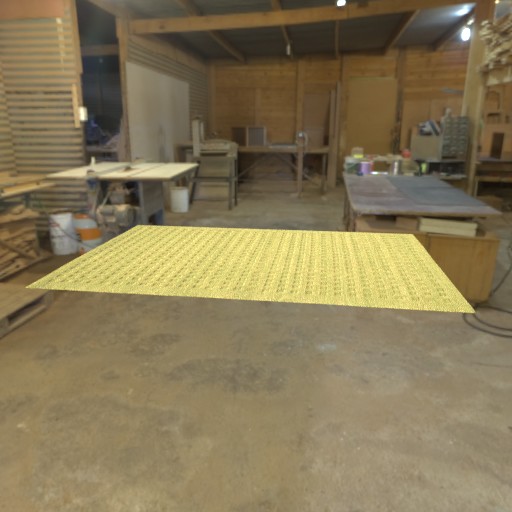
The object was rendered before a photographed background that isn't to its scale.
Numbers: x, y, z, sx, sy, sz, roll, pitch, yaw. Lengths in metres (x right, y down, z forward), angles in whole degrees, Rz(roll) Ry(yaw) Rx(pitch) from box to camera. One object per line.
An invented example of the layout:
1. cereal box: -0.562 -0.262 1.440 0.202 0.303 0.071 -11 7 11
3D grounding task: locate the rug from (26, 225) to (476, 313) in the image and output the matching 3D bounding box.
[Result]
1. rug: 0.000 0.000 2.946 2.297 0.007 1.529 2 17 8
